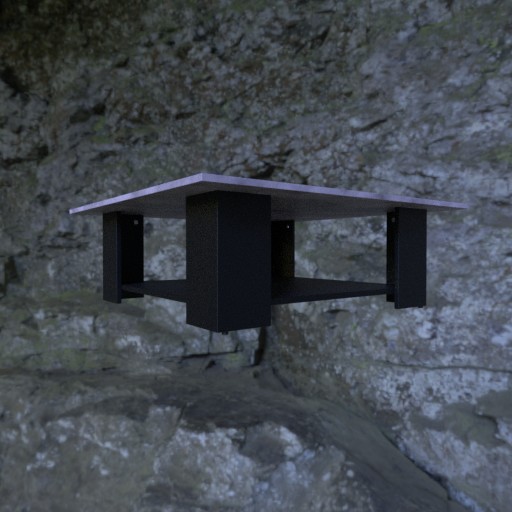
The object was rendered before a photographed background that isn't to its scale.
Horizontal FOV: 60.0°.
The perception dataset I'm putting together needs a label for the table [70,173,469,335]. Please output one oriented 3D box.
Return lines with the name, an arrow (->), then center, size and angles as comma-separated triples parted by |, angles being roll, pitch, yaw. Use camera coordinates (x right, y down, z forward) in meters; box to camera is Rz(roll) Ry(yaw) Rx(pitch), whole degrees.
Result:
table -> 0.000, 0.000, 1.388 | 0.890, 0.305, 0.890 | -1, 1, -36
